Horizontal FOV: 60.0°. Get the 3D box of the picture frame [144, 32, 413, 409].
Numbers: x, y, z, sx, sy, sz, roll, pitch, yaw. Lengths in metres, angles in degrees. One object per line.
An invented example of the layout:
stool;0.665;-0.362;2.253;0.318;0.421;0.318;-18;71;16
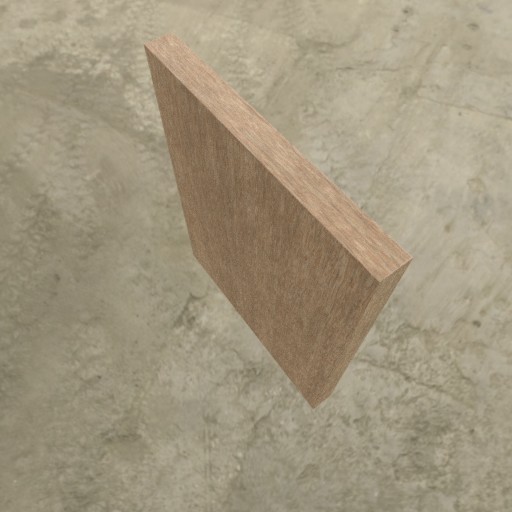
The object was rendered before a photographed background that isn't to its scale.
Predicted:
picture frame;0.000;0.000;0.711;0.043;0.526;0.424;-32;64;-18
